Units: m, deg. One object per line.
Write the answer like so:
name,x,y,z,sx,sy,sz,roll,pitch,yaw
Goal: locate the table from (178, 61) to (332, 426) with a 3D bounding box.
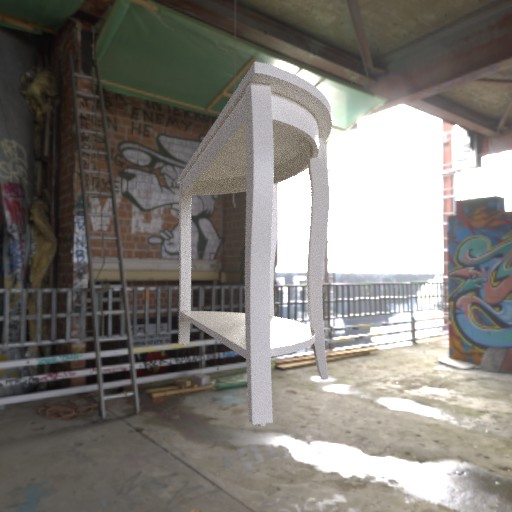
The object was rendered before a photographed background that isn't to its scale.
table,0.000,0.000,1.569,0.394,0.780,1.219,1,-2,-18
